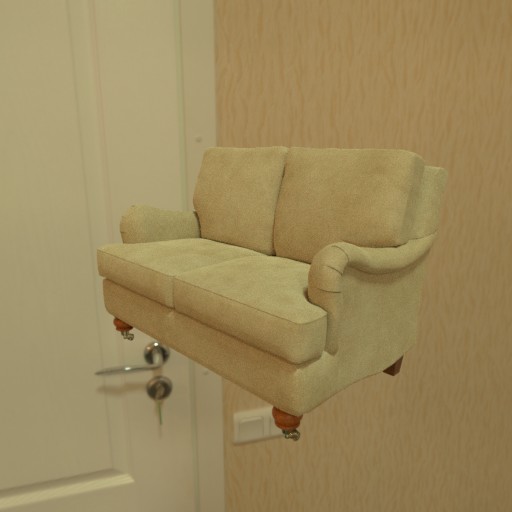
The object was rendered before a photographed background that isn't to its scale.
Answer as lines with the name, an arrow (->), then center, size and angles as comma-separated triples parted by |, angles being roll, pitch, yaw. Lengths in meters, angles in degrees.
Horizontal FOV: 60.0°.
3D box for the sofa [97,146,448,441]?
sofa -> 0.000, 0.000, 2.274 | 1.086, 1.087, 1.498 | -14, 20, -43
